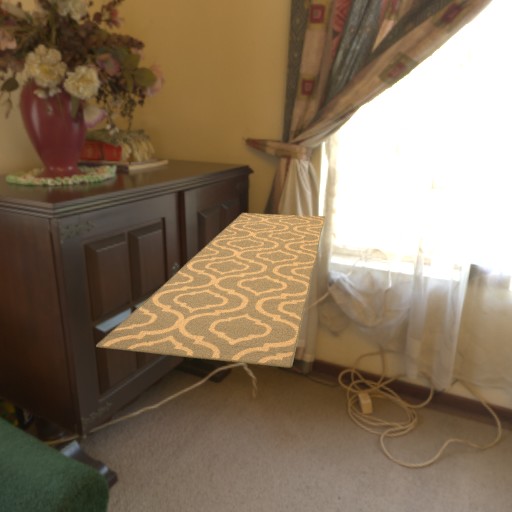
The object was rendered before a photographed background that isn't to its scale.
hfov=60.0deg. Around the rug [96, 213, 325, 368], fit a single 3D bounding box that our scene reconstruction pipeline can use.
[{"bbox_3d":[0.000,0.000,2.530,0.684,0.009,2.275,3,18,11],"label":"rug"}]
